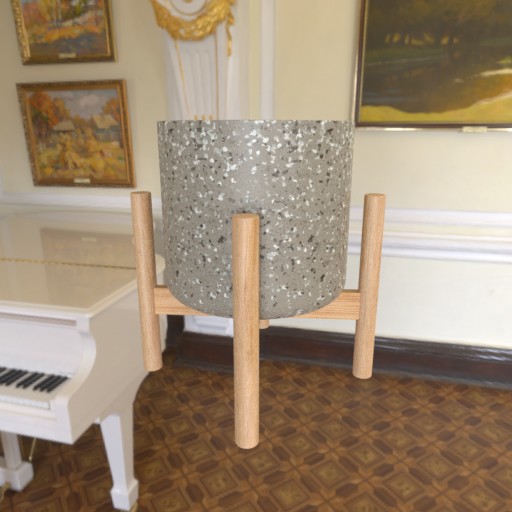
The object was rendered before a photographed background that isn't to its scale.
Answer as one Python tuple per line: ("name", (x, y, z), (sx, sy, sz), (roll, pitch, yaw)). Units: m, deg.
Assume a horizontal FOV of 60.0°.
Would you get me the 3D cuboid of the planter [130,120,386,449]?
("planter", (0.000, 0.000, 0.552), (0.284, 0.320, 0.284), (8, 18, 25))
